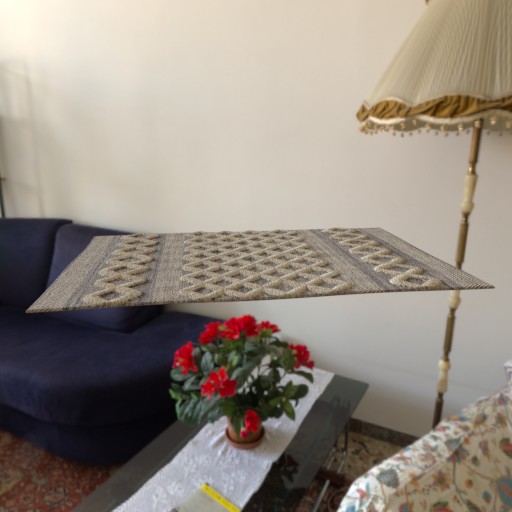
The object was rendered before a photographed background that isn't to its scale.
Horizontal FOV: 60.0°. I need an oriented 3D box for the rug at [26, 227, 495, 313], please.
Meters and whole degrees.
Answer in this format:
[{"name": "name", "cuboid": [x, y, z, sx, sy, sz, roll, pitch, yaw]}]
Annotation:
[{"name": "rug", "cuboid": [0.000, 0.000, 2.892, 2.333, 0.033, 1.513, -2, 16, -8]}]
